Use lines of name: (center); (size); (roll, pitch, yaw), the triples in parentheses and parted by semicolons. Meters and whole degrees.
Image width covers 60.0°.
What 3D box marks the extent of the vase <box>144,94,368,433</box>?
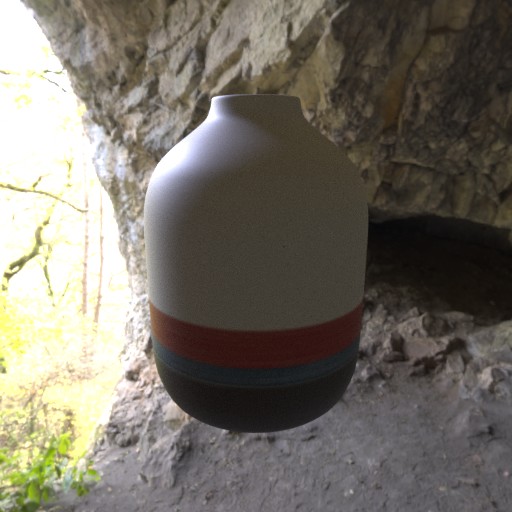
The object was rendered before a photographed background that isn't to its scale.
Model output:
vase: (0.000, 0.000, 0.351); (0.169, 0.237, 0.169); (0, 16, 0)
